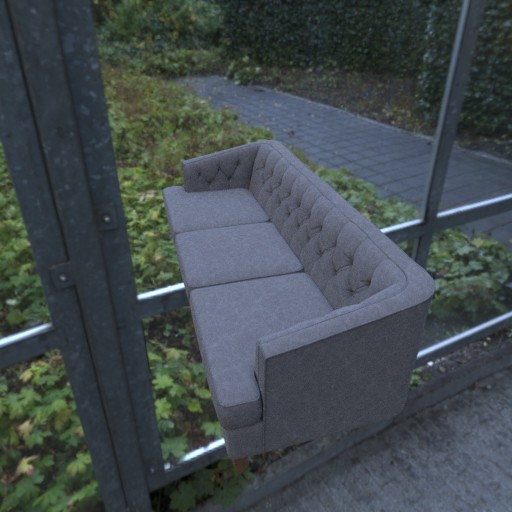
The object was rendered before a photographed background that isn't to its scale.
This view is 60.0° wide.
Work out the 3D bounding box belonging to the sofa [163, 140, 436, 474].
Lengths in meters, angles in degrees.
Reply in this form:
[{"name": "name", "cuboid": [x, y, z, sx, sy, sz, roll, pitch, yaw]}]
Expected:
[{"name": "sofa", "cuboid": [0.000, 0.000, 2.671, 0.917, 0.806, 2.247, -8, 32, -13]}]
